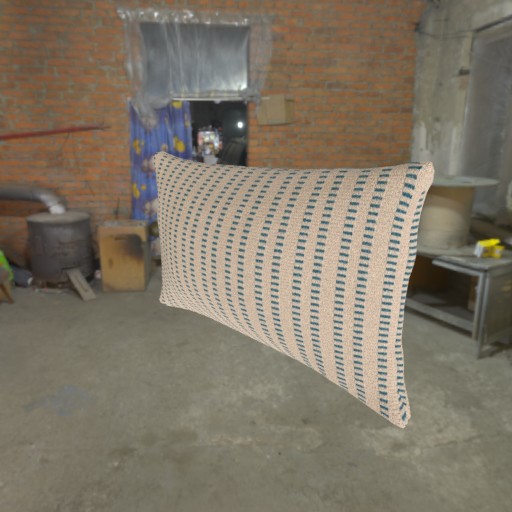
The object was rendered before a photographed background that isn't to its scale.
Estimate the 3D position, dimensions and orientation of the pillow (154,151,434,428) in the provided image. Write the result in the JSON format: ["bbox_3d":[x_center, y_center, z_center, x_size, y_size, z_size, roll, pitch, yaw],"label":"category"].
[{"bbox_3d":[0.000,0.000,0.790,0.210,0.353,0.640,-13,20,-40],"label":"pillow"}]
